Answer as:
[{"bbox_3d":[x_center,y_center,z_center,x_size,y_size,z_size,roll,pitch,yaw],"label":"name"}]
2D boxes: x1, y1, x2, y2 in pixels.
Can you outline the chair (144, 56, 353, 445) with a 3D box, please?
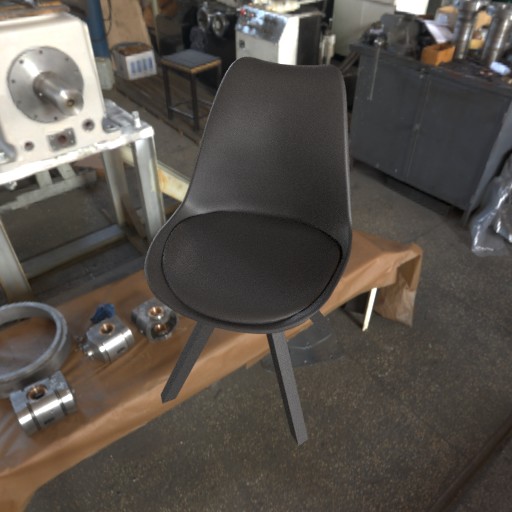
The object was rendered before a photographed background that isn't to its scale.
[{"bbox_3d":[0.000,0.000,1.180,0.485,0.850,0.550,12,41,14],"label":"chair"}]
